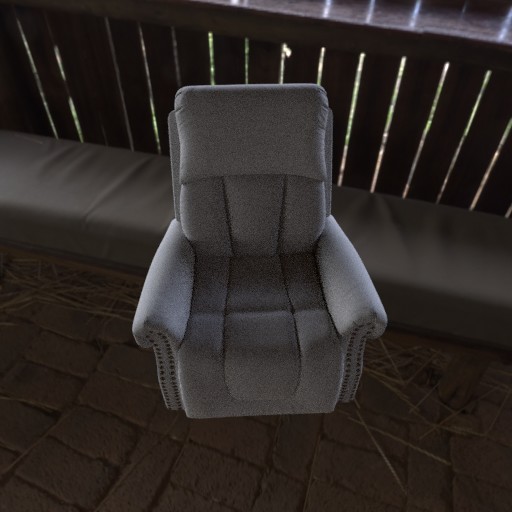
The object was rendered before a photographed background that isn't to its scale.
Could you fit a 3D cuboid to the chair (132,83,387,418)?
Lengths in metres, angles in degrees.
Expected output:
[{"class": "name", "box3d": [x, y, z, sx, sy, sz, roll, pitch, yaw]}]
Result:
[{"class": "chair", "box3d": [0.000, 0.000, 1.771, 0.871, 1.031, 0.979, -2, 45, -2]}]
